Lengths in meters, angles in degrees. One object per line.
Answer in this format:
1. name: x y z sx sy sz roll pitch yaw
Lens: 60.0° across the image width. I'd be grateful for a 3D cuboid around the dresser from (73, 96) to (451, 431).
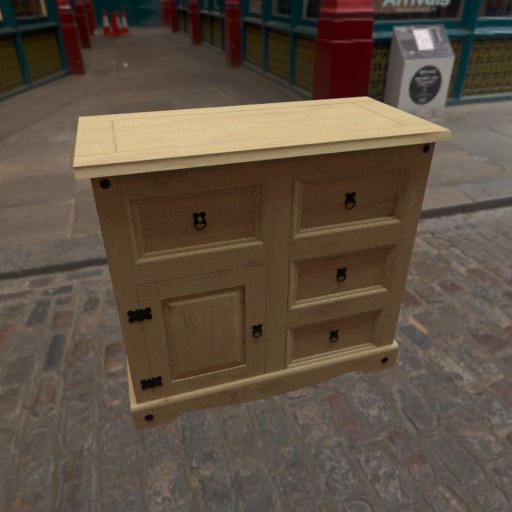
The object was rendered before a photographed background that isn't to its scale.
1. dresser: 0.000 0.000 1.410 0.915 0.835 0.440 -9 32 -15
